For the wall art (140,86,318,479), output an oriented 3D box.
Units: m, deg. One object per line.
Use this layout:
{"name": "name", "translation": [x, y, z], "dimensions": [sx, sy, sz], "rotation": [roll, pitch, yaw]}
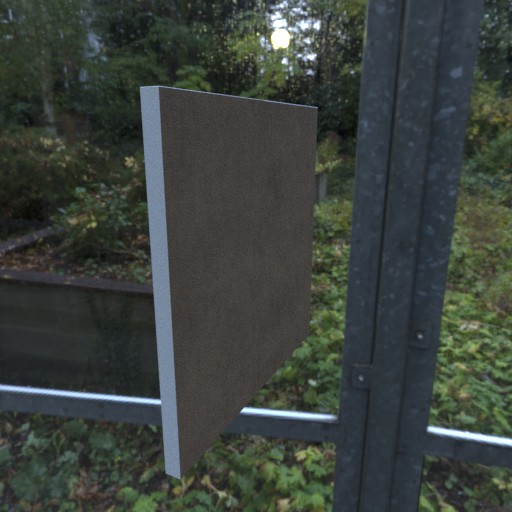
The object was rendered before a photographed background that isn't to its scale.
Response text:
{"name": "wall art", "translation": [0.000, 0.000, 0.683], "dimensions": [0.023, 0.453, 0.455], "rotation": [8, 18, 26]}
